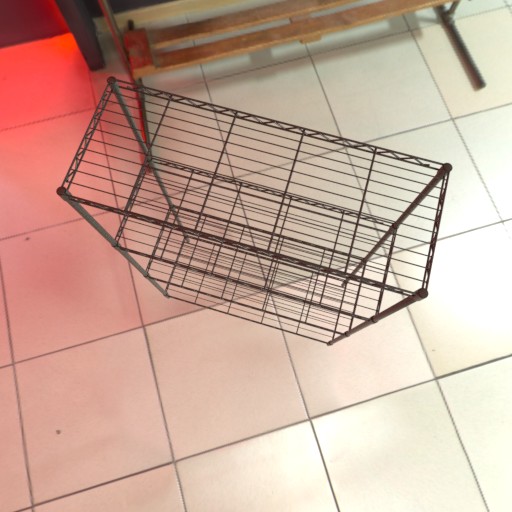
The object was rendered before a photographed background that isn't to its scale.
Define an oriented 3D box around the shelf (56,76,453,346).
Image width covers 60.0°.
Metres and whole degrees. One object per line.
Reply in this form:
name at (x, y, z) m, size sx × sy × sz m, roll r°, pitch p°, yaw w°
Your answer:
shelf at (0.000, 0.000, 1.729) m, size 0.907 × 1.361 × 0.352 m, roll 16°, pitch 75°, yaw 4°
